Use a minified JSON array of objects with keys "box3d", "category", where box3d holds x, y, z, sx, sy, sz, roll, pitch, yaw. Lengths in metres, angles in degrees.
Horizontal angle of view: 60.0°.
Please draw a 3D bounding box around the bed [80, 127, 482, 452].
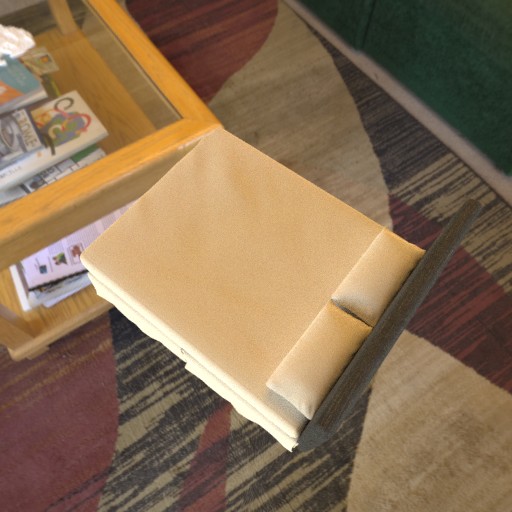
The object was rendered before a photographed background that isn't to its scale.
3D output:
[{"box3d":[0.000,0.000,3.187,2.142,1.330,1.723,35,68,16],"category":"bed"}]
